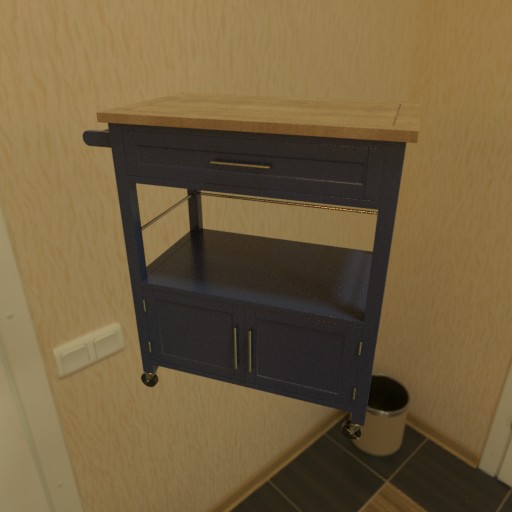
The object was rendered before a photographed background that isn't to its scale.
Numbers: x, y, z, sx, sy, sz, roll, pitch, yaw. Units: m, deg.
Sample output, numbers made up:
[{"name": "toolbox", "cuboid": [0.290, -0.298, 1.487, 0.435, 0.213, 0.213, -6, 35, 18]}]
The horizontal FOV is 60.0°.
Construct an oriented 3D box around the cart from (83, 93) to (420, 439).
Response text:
[{"name": "cart", "cuboid": [0.000, 0.000, 1.396, 0.840, 0.901, 0.459, 9, 28, 17]}]
